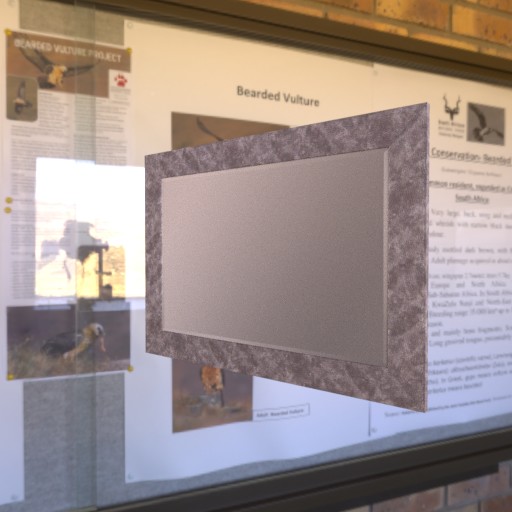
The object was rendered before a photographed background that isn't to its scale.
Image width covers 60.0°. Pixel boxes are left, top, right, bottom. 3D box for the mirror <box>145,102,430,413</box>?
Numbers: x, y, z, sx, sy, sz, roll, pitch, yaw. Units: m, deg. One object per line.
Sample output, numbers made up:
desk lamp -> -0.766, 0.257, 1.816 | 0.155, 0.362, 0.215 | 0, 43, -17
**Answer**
mirror -> 0.000, 0.000, 1.471 | 1.101, 0.795, 0.022 | 1, 1, 37
